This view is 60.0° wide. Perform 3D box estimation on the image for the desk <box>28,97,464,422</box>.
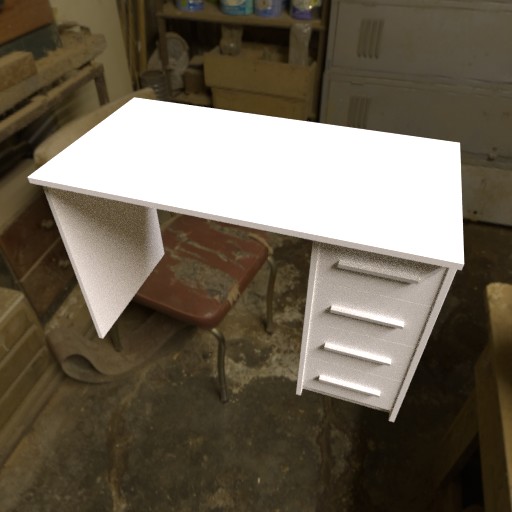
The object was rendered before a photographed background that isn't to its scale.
[{"bbox_3d":[0.000,0.000,1.490,1.096,0.730,0.560,12,43,13],"label":"desk"}]
